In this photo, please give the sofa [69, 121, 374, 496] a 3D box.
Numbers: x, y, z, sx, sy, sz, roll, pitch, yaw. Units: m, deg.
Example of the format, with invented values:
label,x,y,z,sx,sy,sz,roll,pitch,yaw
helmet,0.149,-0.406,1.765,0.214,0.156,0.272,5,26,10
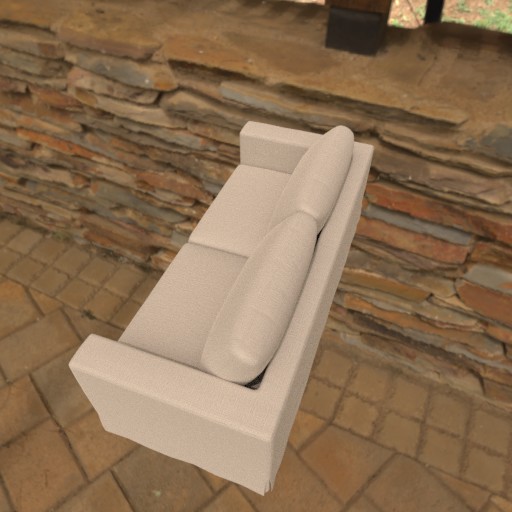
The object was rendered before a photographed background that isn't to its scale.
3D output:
label,x,y,z,sx,sy,sz,roll,pitch,yaw
sofa,0.000,0.000,2.612,0.954,0.881,2.163,15,49,14
